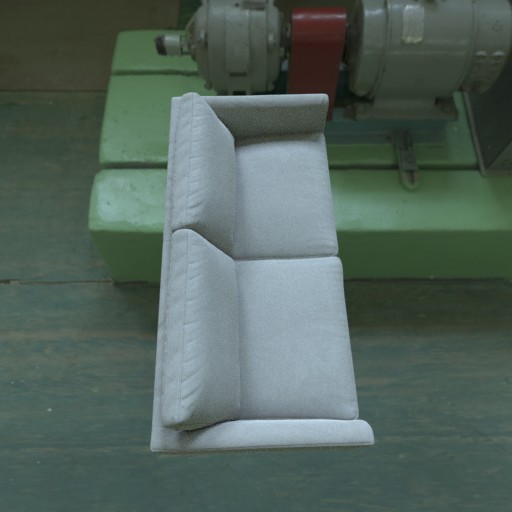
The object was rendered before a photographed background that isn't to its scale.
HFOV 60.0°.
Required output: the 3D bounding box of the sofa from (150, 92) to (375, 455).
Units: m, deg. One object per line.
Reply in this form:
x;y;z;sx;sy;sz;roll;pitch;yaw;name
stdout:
0.000;0.000;2.777;1.090;0.838;2.588;-2;65;-1;sofa
